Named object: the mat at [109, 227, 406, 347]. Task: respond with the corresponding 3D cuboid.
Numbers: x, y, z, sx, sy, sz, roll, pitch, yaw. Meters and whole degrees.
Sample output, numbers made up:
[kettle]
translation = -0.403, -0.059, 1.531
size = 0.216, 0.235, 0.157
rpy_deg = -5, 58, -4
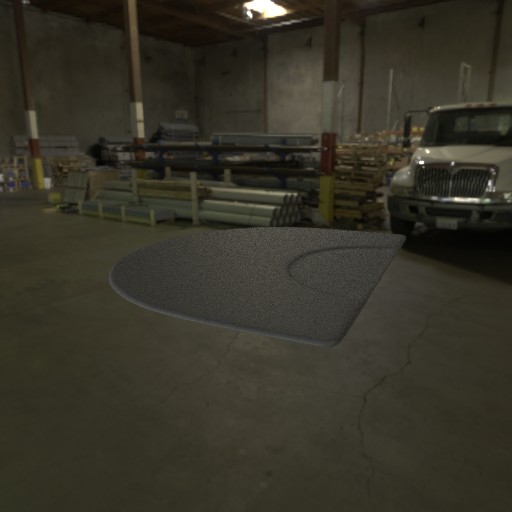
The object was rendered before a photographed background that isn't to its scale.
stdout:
[mat]
translation = 0.000, 0.000, 1.609
size = 0.917, 0.016, 1.220
rpy_deg = 6, 16, 24
